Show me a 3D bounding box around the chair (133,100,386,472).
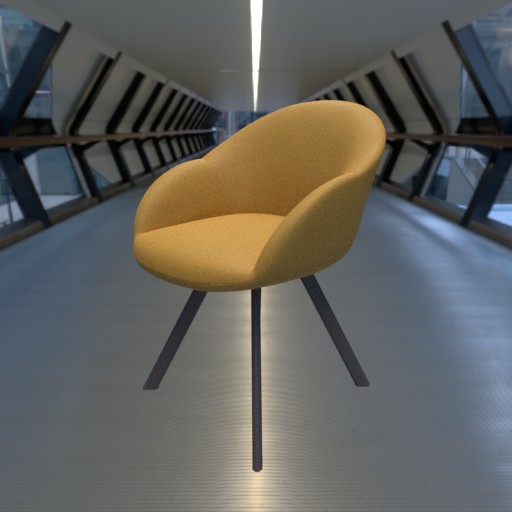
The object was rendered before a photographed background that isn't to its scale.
[{"bbox_3d":[0.000,0.000,1.170,0.551,0.793,0.583,16,23,42],"label":"chair"}]
